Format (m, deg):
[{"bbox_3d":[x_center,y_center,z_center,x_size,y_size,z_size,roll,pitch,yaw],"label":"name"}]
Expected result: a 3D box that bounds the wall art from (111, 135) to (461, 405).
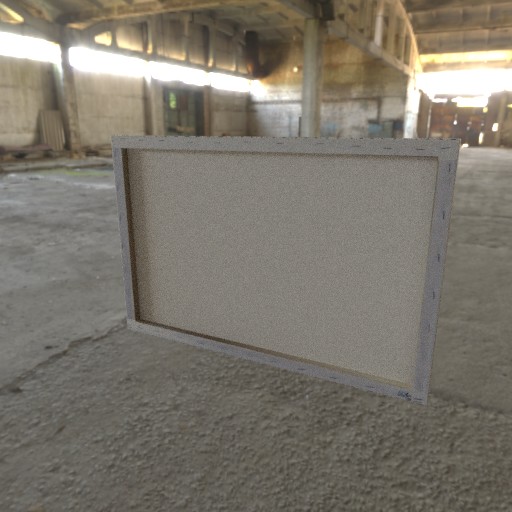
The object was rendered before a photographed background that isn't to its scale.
[{"bbox_3d":[0.000,0.000,1.458,1.143,0.757,0.038,8,18,26],"label":"wall art"}]
